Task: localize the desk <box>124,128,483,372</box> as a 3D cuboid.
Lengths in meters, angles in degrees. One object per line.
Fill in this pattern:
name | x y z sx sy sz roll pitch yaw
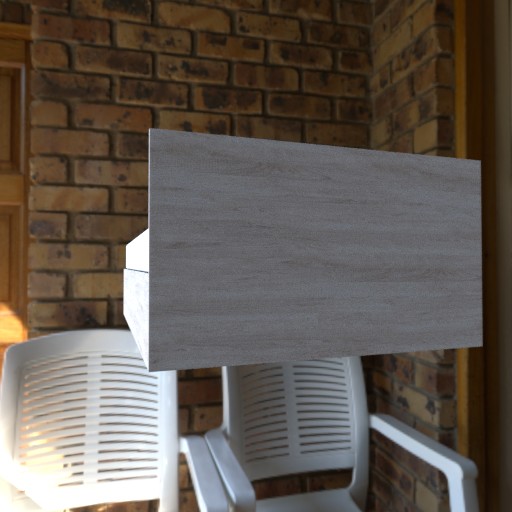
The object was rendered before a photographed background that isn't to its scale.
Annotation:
desk | 0.000 0.000 2.577 1.400 0.800 1.900 0 -1 -19
